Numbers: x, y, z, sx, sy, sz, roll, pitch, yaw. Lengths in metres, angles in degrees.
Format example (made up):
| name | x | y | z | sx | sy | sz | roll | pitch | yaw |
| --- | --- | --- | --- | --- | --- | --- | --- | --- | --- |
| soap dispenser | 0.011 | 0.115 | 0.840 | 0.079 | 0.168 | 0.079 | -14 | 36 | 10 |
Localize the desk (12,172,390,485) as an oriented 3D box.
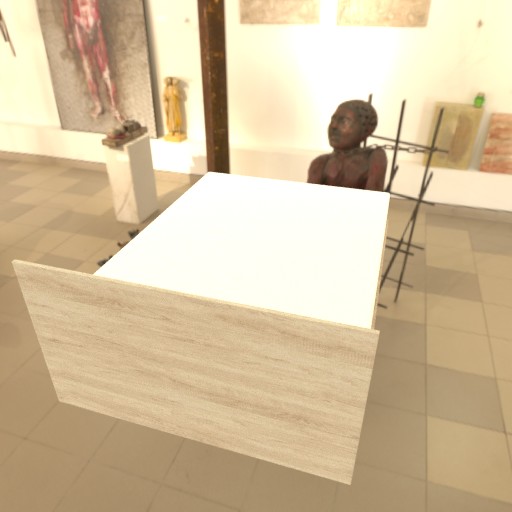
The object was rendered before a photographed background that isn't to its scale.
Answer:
| name | x | y | z | sx | sy | sz | roll | pitch | yaw |
| --- | --- | --- | --- | --- | --- | --- | --- | --- | --- |
| desk | 0.000 | 0.000 | 2.531 | 1.400 | 0.800 | 1.900 | 9 | 33 | 15 |
